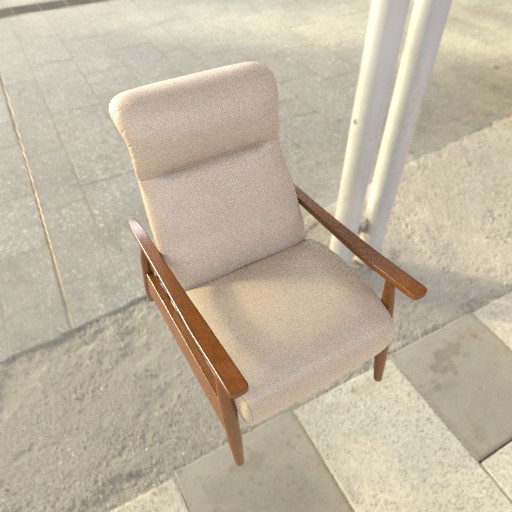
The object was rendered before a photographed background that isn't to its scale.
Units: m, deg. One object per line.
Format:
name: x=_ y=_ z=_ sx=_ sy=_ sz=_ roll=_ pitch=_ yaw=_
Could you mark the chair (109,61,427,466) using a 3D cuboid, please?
chair: x=0.000 y=0.000 z=1.738 sx=0.762 sy=1.082 sz=1.030 roll=-23 pitch=50 yaw=-21
